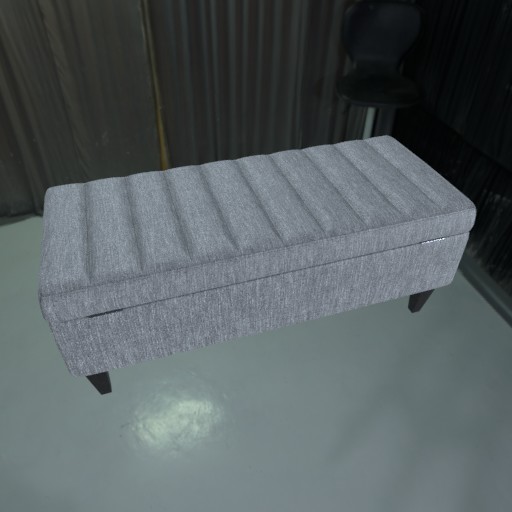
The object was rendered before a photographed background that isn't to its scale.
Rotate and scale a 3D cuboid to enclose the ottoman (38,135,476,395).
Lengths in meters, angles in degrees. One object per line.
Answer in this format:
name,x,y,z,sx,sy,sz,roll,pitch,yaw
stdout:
ottoman,0.000,0.000,1.383,1.151,0.469,0.482,-12,42,-13
